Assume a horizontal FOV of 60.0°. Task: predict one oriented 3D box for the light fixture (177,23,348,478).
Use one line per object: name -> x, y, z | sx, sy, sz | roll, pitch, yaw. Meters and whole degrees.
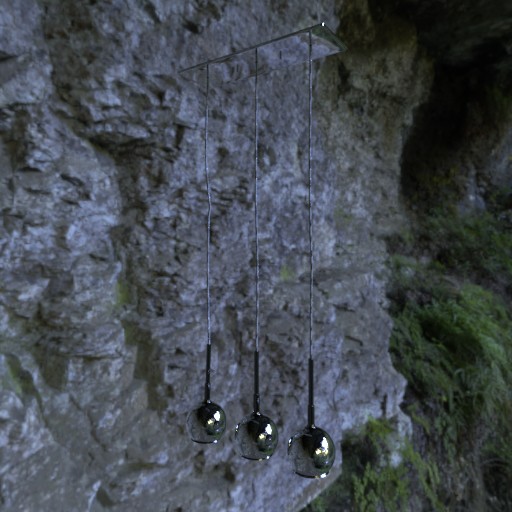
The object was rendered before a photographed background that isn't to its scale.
light fixture -> 0.000, 0.000, 1.588 | 0.623, 1.408, 0.188 | 0, -1, 35
